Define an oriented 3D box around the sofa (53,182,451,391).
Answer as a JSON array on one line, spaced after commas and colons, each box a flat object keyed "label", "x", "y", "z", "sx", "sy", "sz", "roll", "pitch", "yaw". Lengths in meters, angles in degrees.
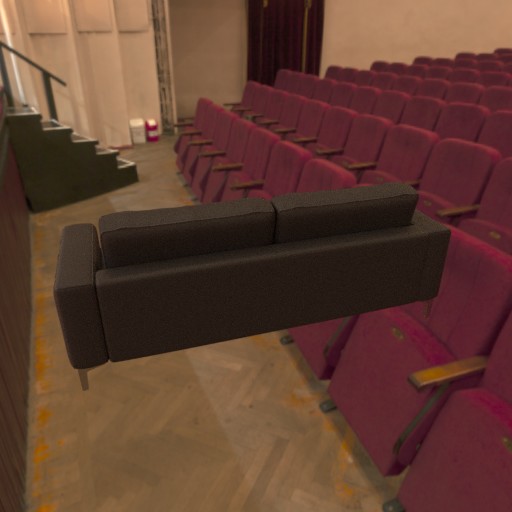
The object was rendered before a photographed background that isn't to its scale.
[{"label": "sofa", "x": 0.000, "y": 0.000, "z": 2.787, "sx": 2.275, "sy": 0.893, "sz": 0.833, "roll": -8, "pitch": 28, "yaw": -16}]
